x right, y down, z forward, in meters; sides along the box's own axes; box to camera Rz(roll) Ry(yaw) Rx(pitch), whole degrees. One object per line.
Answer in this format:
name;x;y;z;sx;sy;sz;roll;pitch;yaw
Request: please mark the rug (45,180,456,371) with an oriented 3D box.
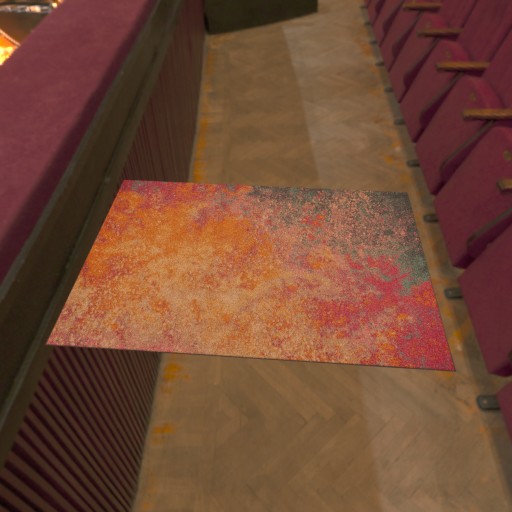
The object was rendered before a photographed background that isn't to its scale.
rug;0.000;0.000;3.805;2.896;0.013;2.007;3;46;3
